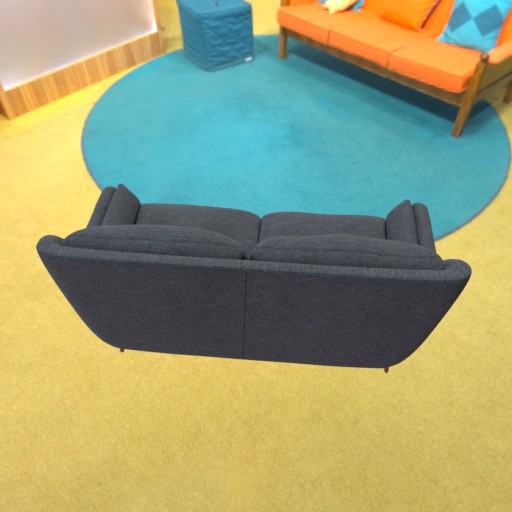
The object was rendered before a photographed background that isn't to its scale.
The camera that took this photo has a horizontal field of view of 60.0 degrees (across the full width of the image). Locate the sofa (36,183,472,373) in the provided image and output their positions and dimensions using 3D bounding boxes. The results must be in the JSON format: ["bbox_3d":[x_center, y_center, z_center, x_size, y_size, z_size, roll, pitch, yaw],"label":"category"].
[{"bbox_3d":[0.000,0.000,2.428,1.929,0.896,0.975,4,47,3],"label":"sofa"}]
